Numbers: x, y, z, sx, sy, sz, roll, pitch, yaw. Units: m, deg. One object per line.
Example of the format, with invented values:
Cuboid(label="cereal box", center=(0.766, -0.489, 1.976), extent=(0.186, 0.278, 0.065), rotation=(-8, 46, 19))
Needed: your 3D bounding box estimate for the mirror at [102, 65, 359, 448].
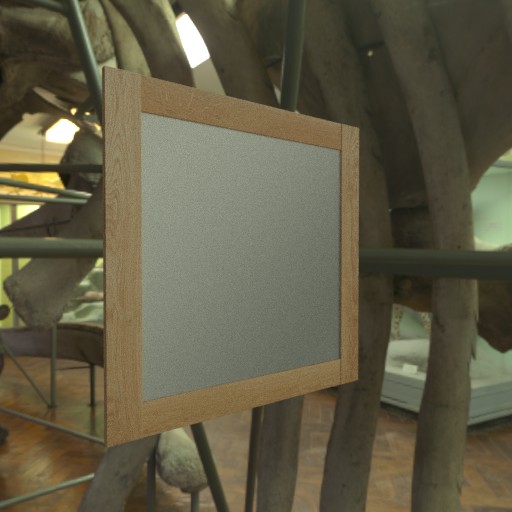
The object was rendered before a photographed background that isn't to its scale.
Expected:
Cuboid(label="mirror", center=(0.000, 0.000, 1.174), extent=(0.800, 0.800, 0.020), rotation=(-1, 1, -37))
